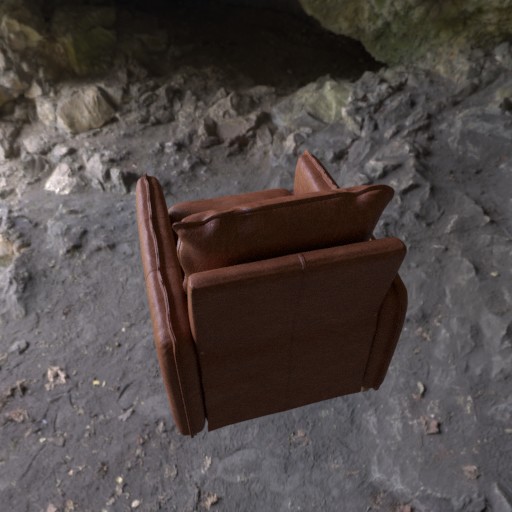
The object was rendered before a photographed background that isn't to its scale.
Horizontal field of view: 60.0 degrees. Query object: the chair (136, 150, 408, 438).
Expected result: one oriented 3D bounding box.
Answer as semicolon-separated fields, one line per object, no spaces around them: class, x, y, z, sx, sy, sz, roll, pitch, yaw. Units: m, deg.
chair;0.000;0.000;1.651;0.830;0.922;0.922;-10;43;-11
